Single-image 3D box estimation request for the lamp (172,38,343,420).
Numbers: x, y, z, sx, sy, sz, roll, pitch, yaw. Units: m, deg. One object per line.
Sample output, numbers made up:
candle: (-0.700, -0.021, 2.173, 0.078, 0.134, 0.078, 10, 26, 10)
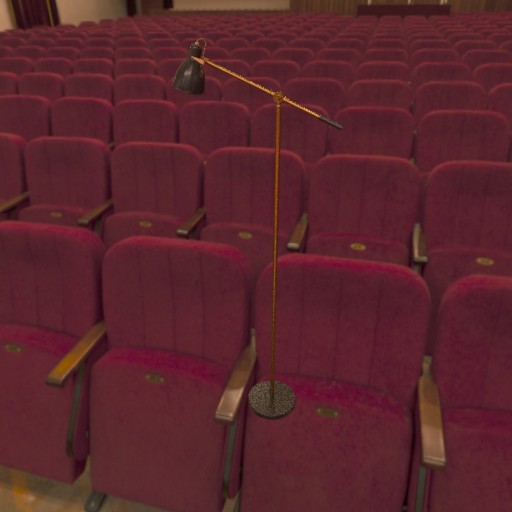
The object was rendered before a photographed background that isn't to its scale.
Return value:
lamp: (0.000, 0.000, 1.849, 0.618, 1.628, 0.235, 7, 29, 13)
